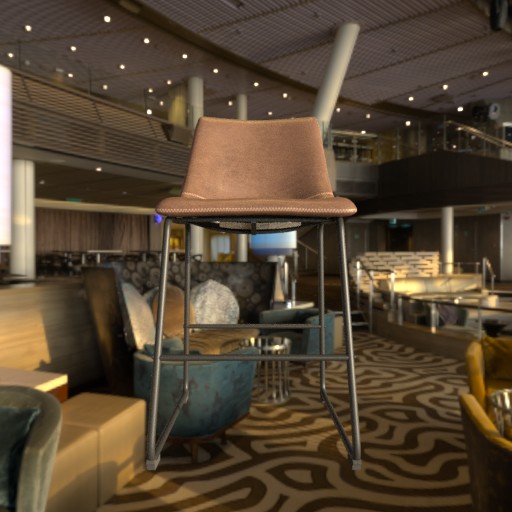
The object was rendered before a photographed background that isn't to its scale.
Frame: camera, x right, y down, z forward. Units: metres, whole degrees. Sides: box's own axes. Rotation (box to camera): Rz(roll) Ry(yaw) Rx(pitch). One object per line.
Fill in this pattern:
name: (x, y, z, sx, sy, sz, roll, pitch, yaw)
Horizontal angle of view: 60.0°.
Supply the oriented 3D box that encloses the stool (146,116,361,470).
stool: (0.000, 0.000, 1.185, 0.460, 0.890, 0.550, 0, 1, 0)
